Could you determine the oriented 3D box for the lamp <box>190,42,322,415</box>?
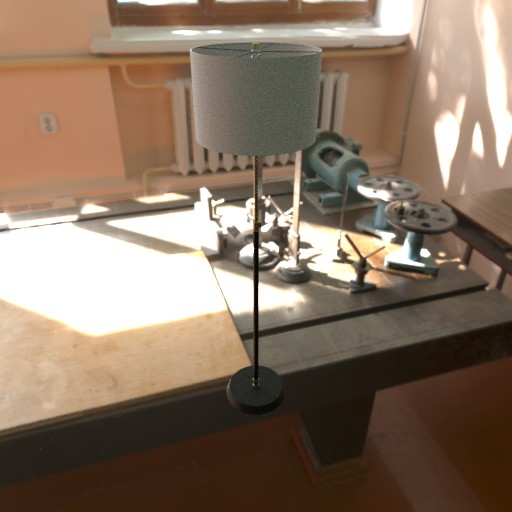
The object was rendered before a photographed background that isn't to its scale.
[{"bbox_3d":[0.000,0.000,1.745,0.404,1.517,0.404,9,32,15],"label":"lamp"}]
